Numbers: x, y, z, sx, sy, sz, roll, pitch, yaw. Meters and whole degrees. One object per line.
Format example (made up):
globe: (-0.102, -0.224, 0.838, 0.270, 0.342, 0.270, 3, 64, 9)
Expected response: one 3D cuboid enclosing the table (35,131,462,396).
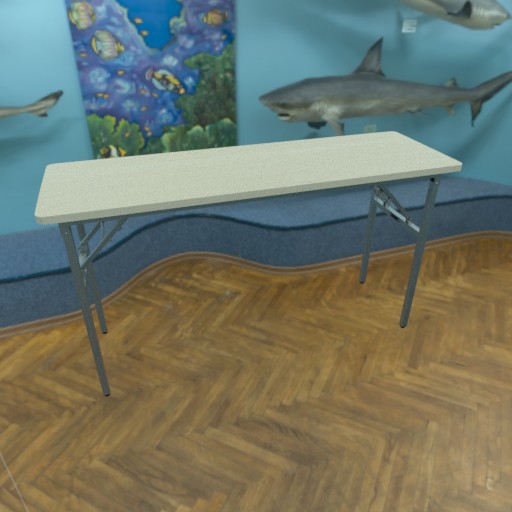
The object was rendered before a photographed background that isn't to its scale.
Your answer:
table: (0.000, 0.000, 1.744, 1.397, 0.750, 0.446, -9, 32, -15)
